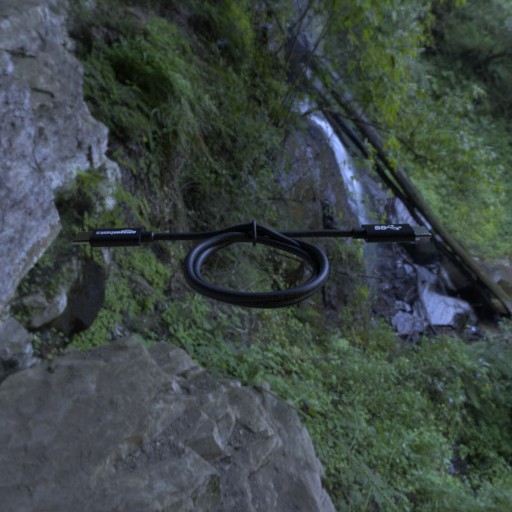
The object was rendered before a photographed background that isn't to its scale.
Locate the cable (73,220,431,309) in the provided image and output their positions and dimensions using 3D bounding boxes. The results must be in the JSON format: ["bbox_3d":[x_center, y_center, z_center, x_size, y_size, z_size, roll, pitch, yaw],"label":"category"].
[{"bbox_3d":[0.000,0.000,0.210,0.186,0.014,0.070,-1,31,-2],"label":"cable"}]
